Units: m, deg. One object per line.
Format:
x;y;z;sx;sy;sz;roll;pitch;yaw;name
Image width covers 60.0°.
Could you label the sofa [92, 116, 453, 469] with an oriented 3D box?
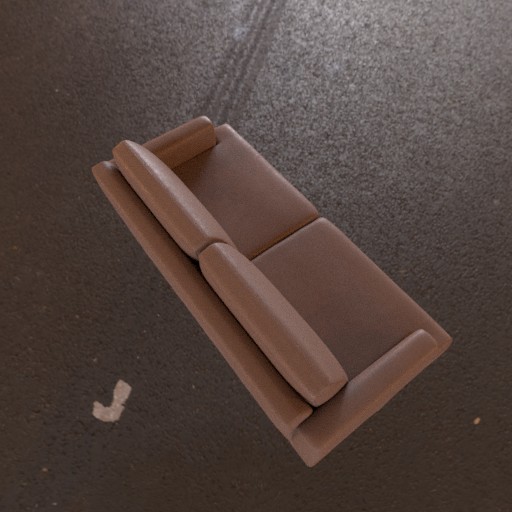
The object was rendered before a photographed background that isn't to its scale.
0.000;0.000;2.388;0.974;0.765;1.940;-33;64;-19;sofa
